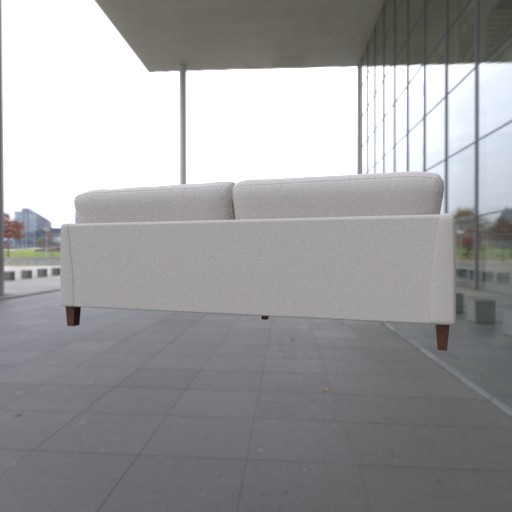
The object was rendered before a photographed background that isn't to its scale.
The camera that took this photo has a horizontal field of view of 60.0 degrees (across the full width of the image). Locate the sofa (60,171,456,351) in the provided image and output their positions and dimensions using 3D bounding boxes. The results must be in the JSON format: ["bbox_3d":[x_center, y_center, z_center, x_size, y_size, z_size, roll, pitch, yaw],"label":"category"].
[{"bbox_3d":[0.000,0.000,2.820,2.301,0.863,0.957,0,1,19],"label":"sofa"}]
